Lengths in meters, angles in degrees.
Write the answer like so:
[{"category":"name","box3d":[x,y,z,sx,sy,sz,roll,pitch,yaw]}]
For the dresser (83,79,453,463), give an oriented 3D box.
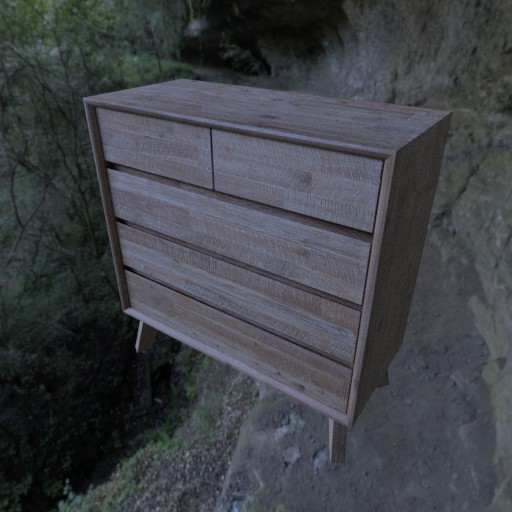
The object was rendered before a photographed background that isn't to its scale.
[{"category":"dresser","box3d":[0.000,0.000,1.556,0.998,1.029,0.455,19,35,29]}]
